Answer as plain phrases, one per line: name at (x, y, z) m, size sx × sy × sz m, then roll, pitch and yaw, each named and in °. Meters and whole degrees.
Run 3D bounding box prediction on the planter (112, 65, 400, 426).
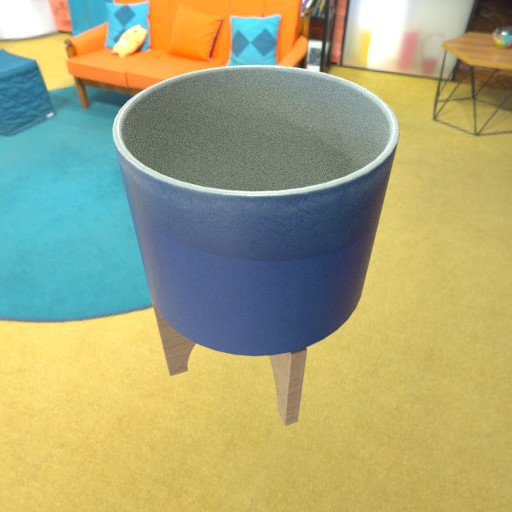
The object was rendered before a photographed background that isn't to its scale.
planter at (0.000, 0.000, 0.393) m, size 0.192 × 0.263 × 0.192 m, roll 0°, pitch 43°, yaw 0°
